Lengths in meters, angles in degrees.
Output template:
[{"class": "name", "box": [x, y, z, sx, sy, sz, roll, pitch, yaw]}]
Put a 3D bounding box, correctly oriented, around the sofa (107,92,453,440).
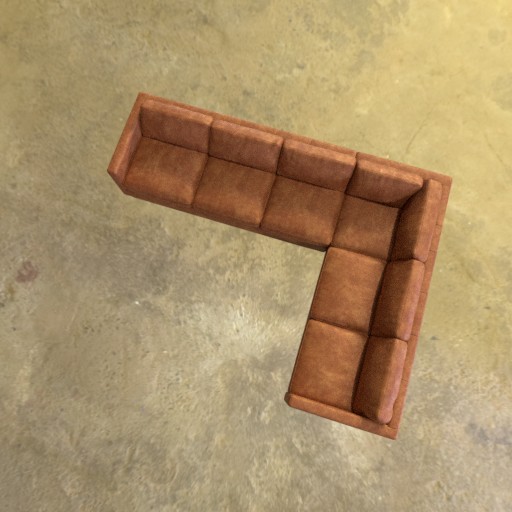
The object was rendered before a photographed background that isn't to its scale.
[{"class": "sofa", "box": [0.000, 0.000, 4.260, 3.167, 0.838, 2.438, 17, 77, 4]}]
